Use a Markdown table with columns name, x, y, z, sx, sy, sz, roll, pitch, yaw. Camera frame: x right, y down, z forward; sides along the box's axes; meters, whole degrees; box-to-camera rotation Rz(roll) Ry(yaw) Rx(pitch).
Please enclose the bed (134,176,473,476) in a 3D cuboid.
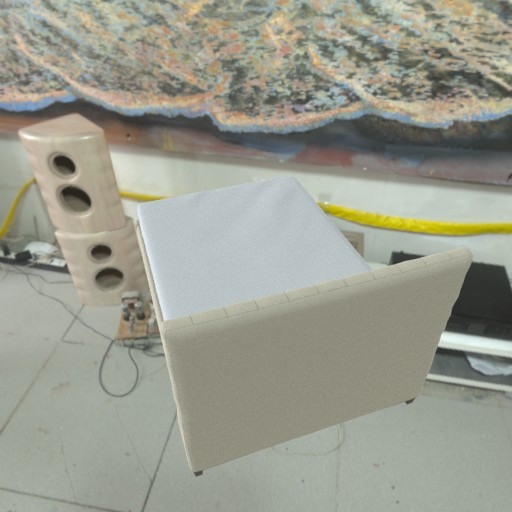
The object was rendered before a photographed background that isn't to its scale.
| name | x | y | z | sx | sy | sz | roll | pitch | yaw |
| --- | --- | --- | --- | --- | --- | --- | --- | --- | --- |
| bed | 0.000 | 0.000 | 3.452 | 1.698 | 1.427 | 2.387 | -13 | 42 | -15 |
